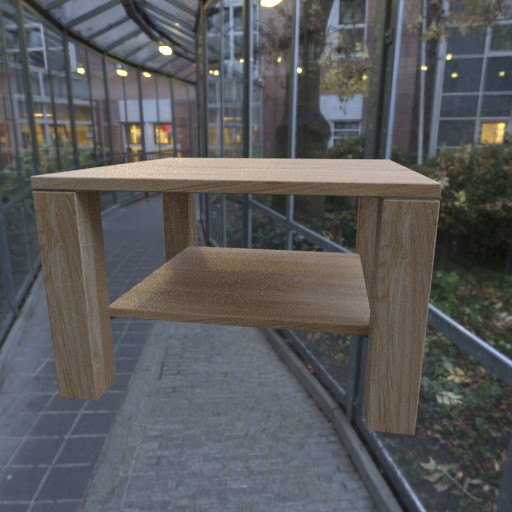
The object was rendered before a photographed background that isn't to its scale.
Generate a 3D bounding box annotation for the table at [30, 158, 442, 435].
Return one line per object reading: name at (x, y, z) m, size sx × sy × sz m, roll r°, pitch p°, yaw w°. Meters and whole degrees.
table at (0.000, 0.000, 1.127) m, size 0.700 × 0.450 × 0.700 m, roll 3°, pitch 15°, yaw 10°
